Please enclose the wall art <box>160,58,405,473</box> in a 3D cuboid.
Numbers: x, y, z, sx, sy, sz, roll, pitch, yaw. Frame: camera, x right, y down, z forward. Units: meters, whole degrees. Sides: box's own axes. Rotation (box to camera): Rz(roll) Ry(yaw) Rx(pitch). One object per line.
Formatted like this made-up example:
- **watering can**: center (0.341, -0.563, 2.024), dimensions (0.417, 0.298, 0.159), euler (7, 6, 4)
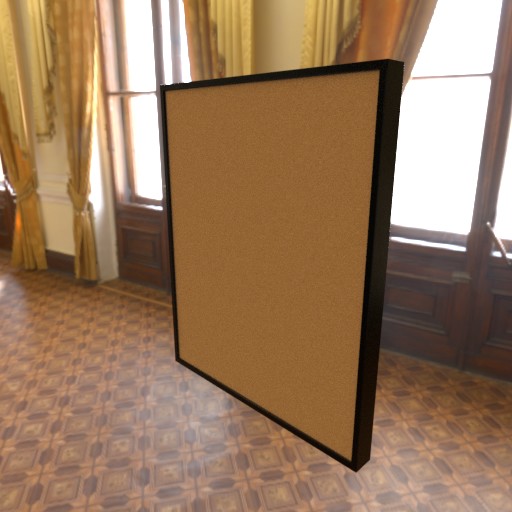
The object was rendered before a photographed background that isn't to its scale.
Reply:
- **wall art**: center (0.000, 0.000, 0.731), dimensions (0.039, 0.553, 0.451), euler (-15, 22, -43)
